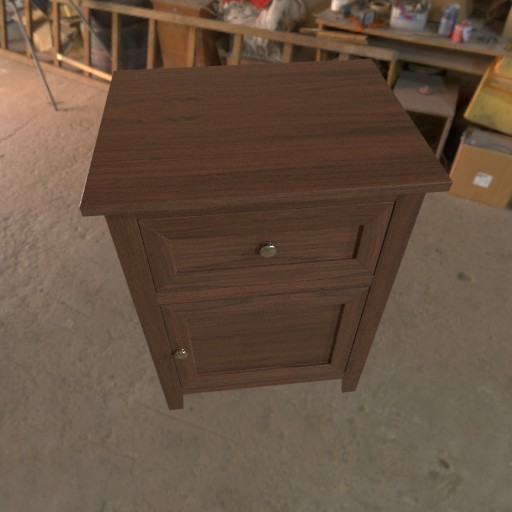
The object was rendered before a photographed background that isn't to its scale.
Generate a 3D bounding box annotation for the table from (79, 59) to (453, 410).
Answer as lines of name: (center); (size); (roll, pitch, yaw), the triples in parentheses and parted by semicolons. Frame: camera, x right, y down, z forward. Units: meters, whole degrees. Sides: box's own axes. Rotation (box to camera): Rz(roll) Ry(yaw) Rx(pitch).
table: (0.000, 0.000, 0.925); (0.480, 0.636, 0.381); (-4, 47, -4)
